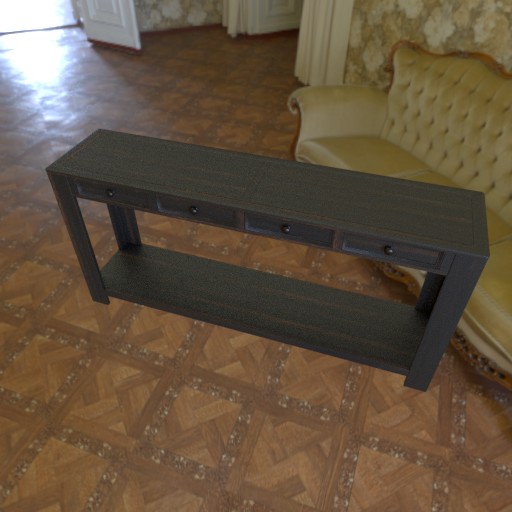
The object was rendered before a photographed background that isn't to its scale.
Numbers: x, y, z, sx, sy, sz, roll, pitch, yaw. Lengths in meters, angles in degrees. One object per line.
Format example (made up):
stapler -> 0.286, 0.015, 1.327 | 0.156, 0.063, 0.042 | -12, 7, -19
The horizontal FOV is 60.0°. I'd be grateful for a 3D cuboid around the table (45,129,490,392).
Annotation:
table -> 0.000, 0.000, 1.929 | 1.631, 0.762, 0.384 | 13, 43, 14
